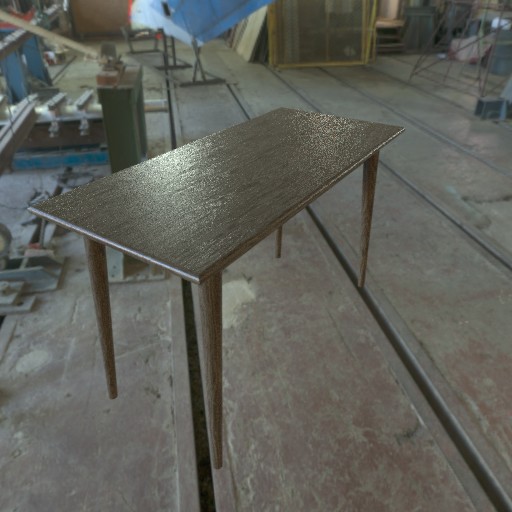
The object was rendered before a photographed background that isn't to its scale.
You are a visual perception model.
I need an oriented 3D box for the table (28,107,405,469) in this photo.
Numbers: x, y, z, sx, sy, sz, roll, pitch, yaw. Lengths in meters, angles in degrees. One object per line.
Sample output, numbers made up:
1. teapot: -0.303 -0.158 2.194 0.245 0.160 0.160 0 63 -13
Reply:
1. table: 0.000 0.000 1.703 0.599 0.780 1.300 20 37 28
